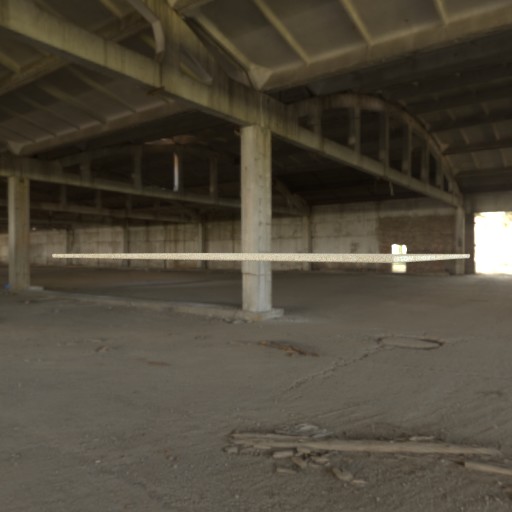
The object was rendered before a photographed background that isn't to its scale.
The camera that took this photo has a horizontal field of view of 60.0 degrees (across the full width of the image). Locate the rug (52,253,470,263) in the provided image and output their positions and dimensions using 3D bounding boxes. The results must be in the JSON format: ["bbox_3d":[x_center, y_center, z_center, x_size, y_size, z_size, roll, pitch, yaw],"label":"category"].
[{"bbox_3d":[0.000,0.000,2.954,2.346,0.025,1.500,0,1,36],"label":"rug"}]
